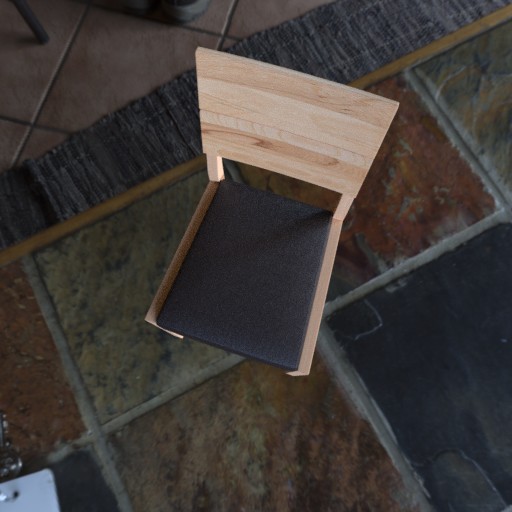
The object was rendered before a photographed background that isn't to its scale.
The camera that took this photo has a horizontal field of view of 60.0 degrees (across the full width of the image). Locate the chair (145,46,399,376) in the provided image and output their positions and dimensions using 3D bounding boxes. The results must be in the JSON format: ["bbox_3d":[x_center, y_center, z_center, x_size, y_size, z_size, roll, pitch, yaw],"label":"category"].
[{"bbox_3d":[0.000,0.000,1.280,0.475,0.950,0.560,18,75,5],"label":"chair"}]
